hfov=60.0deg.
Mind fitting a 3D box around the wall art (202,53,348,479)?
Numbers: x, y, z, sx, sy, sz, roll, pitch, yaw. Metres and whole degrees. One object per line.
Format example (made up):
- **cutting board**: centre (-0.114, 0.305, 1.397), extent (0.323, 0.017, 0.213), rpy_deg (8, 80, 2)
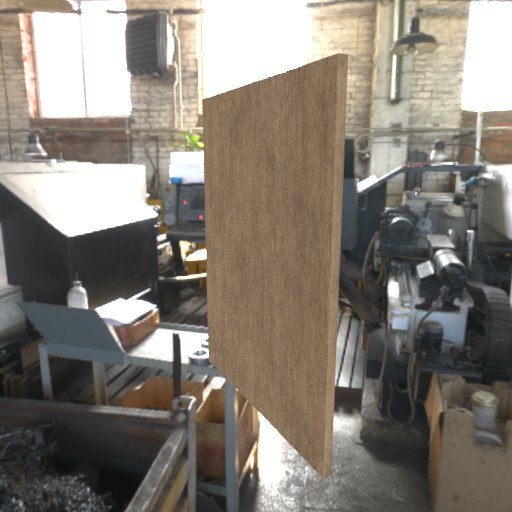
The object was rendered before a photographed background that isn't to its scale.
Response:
- **wall art**: centre (0.000, 0.000, 0.929), extent (0.018, 0.686, 0.534), rpy_deg (-6, 14, -27)
